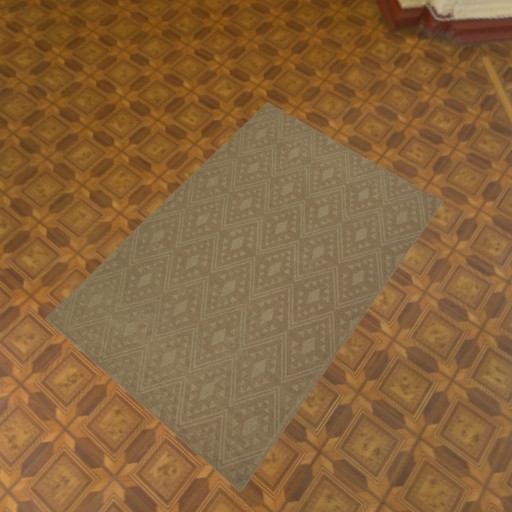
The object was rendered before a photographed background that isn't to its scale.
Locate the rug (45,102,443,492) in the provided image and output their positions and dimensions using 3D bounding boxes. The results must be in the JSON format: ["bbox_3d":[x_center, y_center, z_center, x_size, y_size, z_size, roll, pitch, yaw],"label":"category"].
[{"bbox_3d":[0.000,0.000,2.348,1.252,0.034,1.829,35,68,16],"label":"rug"}]
